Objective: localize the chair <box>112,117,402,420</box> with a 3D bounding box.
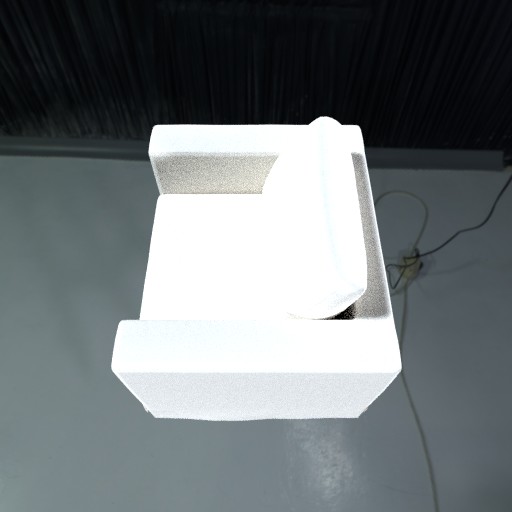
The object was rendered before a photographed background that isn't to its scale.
[{"bbox_3d":[0.000,0.000,1.862,0.957,0.878,1.150,0,58,0],"label":"chair"}]
